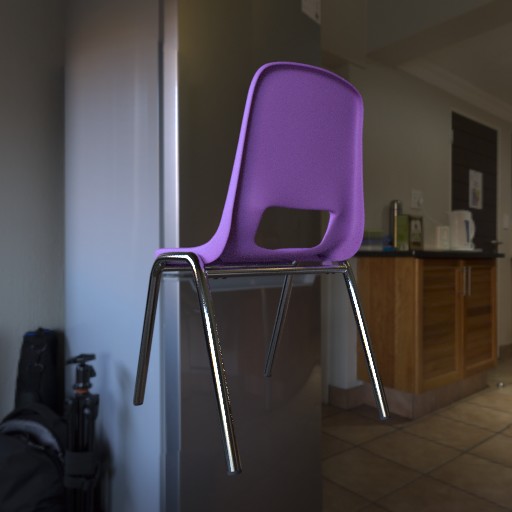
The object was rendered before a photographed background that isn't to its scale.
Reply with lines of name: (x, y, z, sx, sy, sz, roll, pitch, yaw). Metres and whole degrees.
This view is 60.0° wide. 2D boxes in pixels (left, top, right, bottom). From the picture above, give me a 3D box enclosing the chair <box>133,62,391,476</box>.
chair: (0.000, 0.000, 0.698, 0.291, 0.493, 0.301, -1, 1, -37)
